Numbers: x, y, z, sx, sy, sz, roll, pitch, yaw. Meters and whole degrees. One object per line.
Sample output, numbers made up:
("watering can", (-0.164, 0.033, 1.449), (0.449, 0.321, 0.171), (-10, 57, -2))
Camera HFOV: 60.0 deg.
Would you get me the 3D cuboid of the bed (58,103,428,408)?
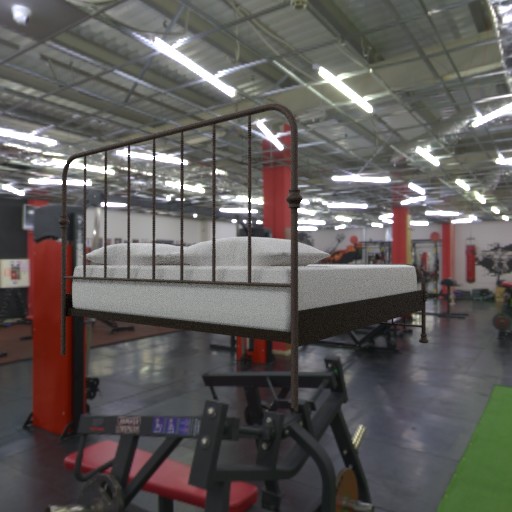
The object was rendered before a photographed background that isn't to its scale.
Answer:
("bed", (0.000, 0.000, 3.477), (2.044, 1.446, 2.134), (-1, -1, 36))
